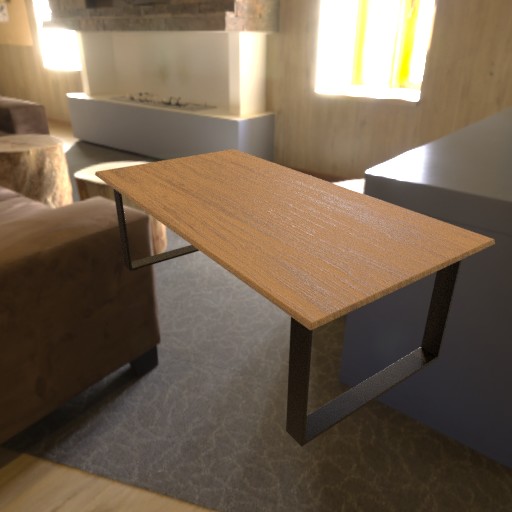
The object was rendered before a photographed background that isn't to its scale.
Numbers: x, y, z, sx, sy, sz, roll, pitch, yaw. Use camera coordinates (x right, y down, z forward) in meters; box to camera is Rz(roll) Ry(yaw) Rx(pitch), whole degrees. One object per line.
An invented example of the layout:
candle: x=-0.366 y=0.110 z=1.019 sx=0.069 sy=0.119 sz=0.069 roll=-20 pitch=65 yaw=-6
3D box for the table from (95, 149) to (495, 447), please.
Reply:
table: x=0.000 y=0.000 z=1.637 sx=0.693 sy=0.445 sz=1.331 roll=-18 pitch=32 yaw=-32
